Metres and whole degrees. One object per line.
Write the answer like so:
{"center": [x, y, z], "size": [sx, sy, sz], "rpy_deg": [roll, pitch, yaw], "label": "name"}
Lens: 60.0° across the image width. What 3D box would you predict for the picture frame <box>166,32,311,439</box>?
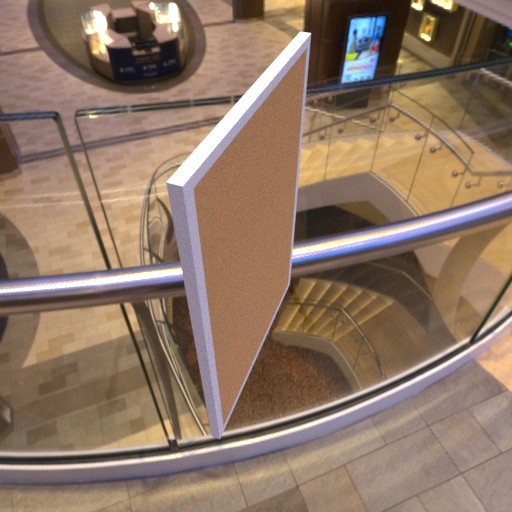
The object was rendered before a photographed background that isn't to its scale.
{"center": [0.000, 0.000, 0.559], "size": [0.013, 0.434, 0.305], "rpy_deg": [16, 48, 15], "label": "picture frame"}
